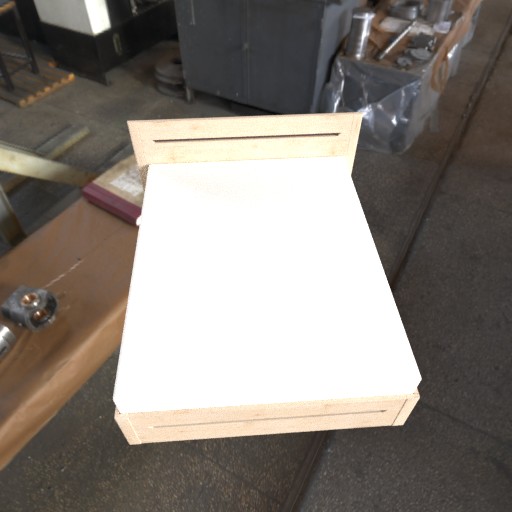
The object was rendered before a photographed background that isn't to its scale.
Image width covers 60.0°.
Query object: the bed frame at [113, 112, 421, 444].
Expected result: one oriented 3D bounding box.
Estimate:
[{"bbox_3d":[0.000,0.000,3.019,1.800,0.900,2.080,-3,48,-3],"label":"bed frame"}]
